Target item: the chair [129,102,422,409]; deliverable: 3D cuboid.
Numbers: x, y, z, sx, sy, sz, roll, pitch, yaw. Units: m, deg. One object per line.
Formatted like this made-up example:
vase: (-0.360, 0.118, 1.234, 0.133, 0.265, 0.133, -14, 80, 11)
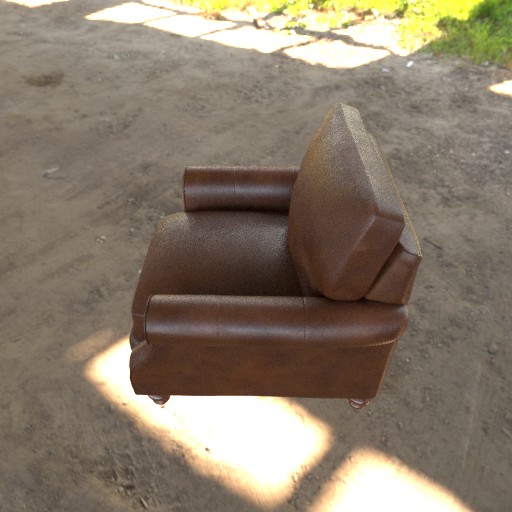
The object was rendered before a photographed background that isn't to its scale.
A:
chair: (0.000, 0.000, 1.769, 0.992, 0.972, 0.989, 1, 41, 1)
